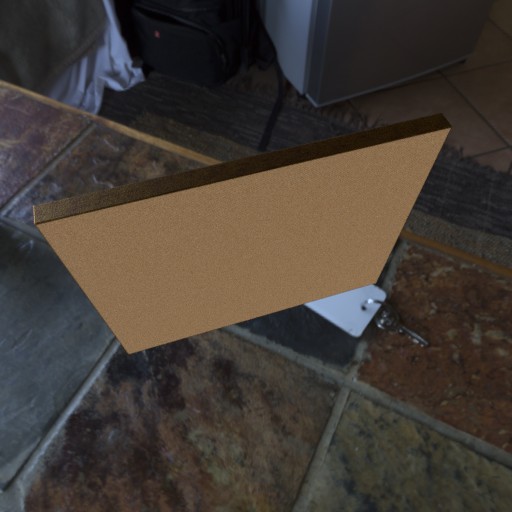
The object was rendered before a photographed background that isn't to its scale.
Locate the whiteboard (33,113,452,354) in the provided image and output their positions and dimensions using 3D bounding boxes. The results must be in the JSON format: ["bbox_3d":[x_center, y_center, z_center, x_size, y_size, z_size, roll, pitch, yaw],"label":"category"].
[{"bbox_3d":[0.000,0.000,0.772,0.561,0.457,0.029,-15,59,-9],"label":"whiteboard"}]
